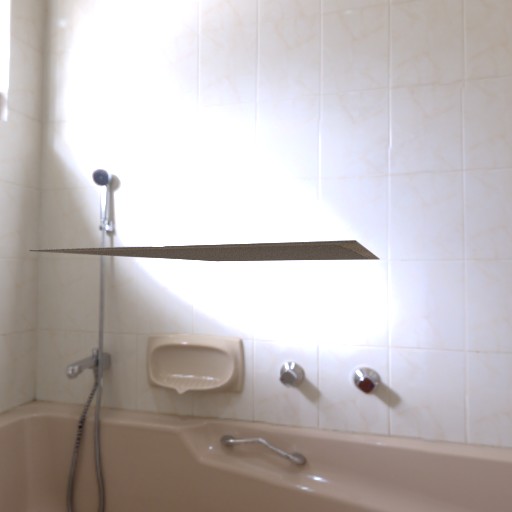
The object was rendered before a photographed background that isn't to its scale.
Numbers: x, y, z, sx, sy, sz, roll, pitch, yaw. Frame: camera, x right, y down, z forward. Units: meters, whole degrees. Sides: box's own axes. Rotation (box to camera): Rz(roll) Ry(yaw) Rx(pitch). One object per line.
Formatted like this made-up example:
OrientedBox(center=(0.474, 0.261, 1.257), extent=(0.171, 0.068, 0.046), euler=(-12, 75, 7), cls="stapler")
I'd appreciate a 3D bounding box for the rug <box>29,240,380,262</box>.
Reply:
OrientedBox(center=(0.000, 0.000, 2.235), extent=(1.141, 0.015, 1.749), euler=(-1, -2, 18), cls="rug")
